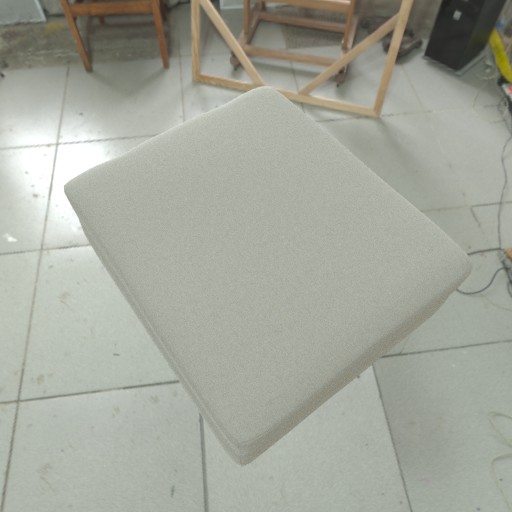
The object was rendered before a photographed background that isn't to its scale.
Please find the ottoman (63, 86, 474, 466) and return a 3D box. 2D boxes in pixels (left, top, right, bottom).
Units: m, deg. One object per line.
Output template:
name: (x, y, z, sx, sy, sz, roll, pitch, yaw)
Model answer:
ottoman: (0.000, 0.000, 1.459, 0.836, 0.492, 0.976, -32, 64, -18)
